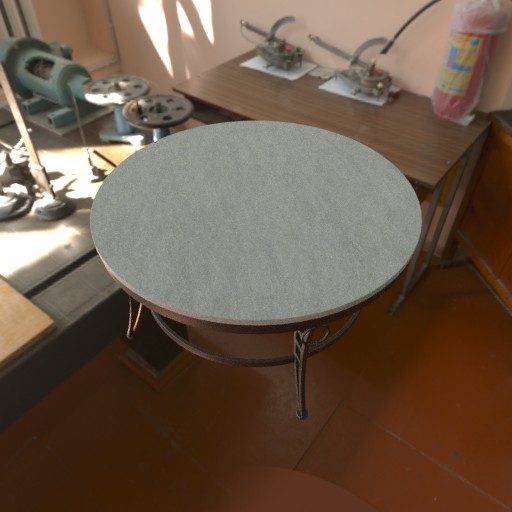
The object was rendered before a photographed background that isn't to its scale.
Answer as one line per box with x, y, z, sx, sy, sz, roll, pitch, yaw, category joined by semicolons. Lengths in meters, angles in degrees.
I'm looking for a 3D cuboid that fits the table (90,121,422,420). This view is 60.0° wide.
0.000;0.000;1.390;0.889;0.470;0.889;0;43;0;table
